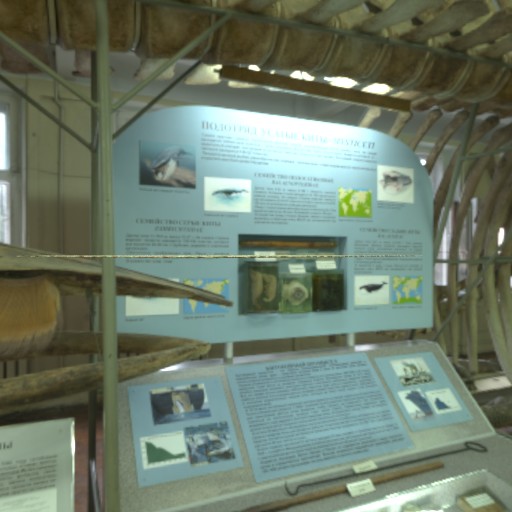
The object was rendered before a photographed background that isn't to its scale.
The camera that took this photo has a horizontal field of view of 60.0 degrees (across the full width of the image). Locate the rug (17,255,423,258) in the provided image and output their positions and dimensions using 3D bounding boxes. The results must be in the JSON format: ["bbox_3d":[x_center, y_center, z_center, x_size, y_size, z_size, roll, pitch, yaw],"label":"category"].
[{"bbox_3d":[0.000,0.000,2.961,1.524,0.008,2.438,0,0,36],"label":"rug"}]
